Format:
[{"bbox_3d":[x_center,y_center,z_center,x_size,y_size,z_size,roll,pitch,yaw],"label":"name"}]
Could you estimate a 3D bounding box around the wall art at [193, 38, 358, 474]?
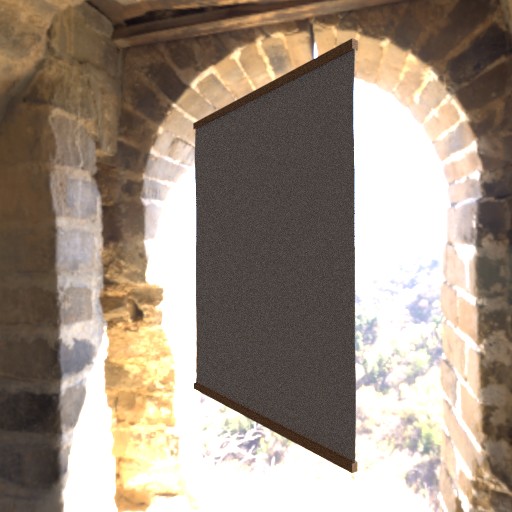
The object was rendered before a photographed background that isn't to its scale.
[{"bbox_3d":[0.000,0.000,0.684,0.010,0.507,0.404,0,0,-35],"label":"wall art"}]
